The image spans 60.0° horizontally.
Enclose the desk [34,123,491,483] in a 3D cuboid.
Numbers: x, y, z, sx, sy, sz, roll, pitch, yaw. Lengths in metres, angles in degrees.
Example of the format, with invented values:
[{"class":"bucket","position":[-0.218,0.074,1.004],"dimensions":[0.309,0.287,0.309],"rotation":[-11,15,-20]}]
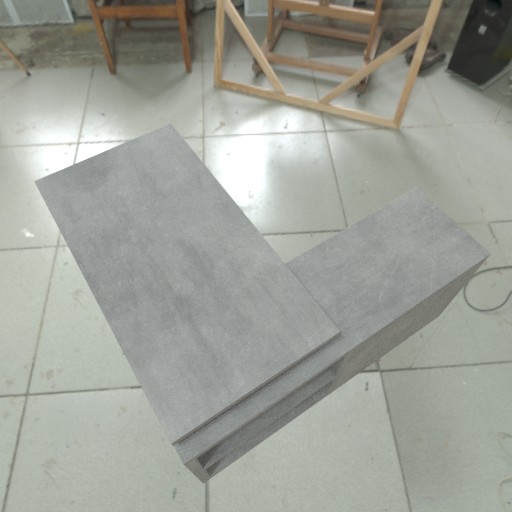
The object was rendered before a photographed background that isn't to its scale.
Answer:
[{"class":"desk","position":[0.000,0.000,2.242],"dimensions":[1.500,0.740,1.400],"rotation":[-29,62,-17]}]
